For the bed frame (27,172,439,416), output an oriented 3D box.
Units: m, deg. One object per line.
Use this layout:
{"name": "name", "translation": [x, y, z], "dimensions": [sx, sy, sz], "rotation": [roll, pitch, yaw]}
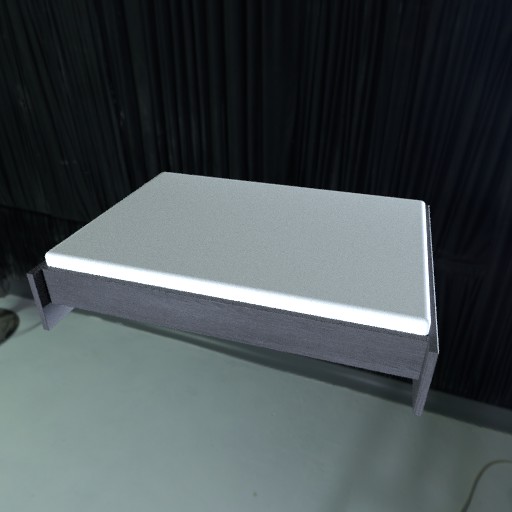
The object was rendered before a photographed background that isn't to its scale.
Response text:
{"name": "bed frame", "translation": [0.000, 0.000, 2.661], "dimensions": [1.950, 0.432, 1.490], "rotation": [9, 31, 15]}
